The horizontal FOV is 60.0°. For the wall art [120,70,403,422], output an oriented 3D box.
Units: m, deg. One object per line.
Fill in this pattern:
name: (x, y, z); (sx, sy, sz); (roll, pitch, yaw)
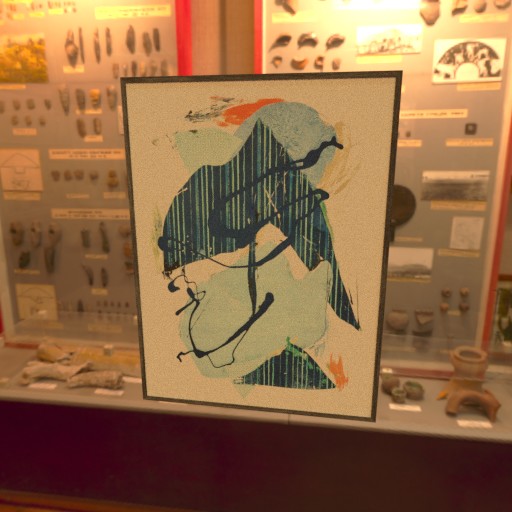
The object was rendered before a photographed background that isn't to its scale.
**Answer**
wall art: (0.000, 0.000, 1.336); (0.762, 1.016, 0.063); (2, 15, 9)
